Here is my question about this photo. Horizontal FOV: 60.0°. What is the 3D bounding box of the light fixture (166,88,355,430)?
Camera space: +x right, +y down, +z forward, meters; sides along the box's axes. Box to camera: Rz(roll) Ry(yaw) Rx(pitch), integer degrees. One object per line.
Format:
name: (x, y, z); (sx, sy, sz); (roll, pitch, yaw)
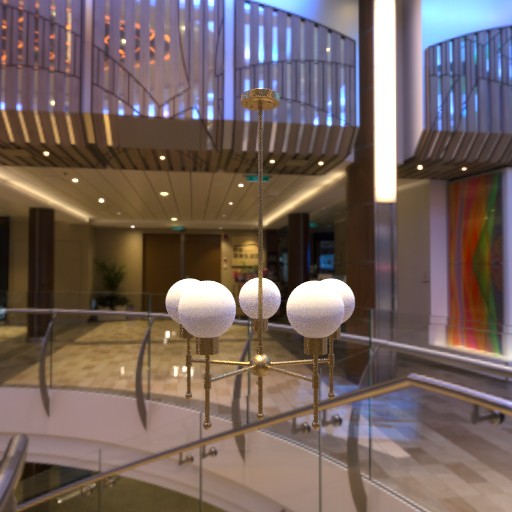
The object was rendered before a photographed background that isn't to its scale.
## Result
light fixture: (0.000, 0.000, 1.799); (0.815, 1.331, 0.785); (-1, -2, 36)
